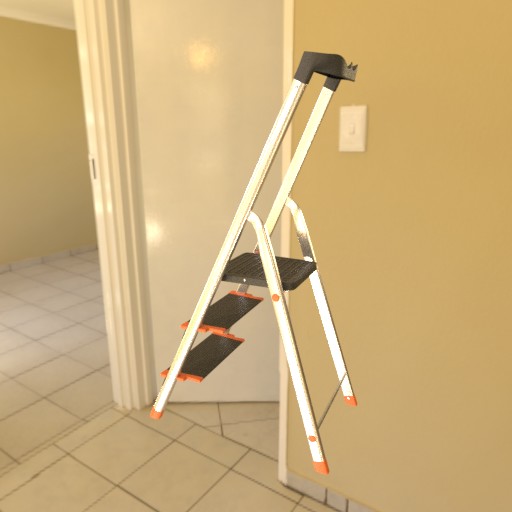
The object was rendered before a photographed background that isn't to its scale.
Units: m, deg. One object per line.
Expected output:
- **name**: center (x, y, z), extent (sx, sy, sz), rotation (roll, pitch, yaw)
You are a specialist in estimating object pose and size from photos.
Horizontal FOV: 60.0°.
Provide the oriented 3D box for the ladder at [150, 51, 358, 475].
- **ladder**: center (0.000, 0.000, 1.525), extent (0.686, 1.229, 0.416), rotation (7, 18, 24)
